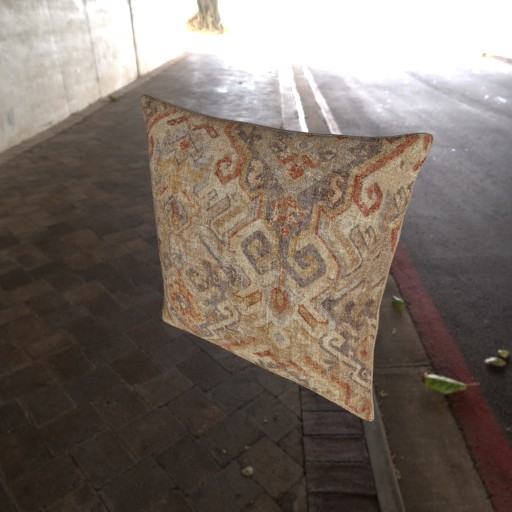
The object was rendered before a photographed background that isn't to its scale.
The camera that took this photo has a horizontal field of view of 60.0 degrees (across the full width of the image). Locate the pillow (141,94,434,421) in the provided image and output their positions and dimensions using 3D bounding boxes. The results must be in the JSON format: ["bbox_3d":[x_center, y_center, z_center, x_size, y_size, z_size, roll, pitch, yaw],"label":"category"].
[{"bbox_3d":[0.000,0.000,0.793,0.523,0.506,0.166,19,34,30],"label":"pillow"}]
